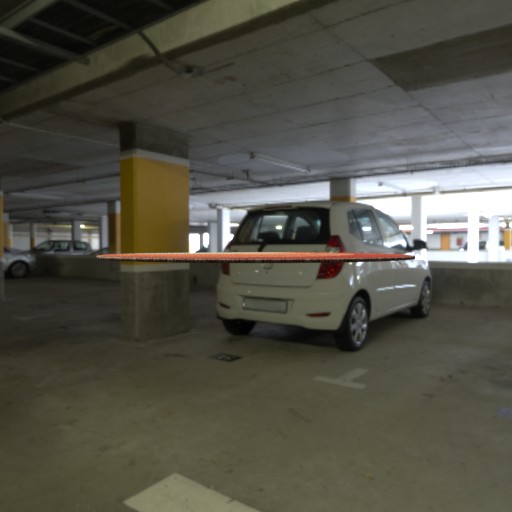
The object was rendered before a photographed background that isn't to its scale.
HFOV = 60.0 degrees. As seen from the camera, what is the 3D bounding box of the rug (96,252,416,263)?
[{"bbox_3d":[0.000,0.000,2.233,1.514,0.015,1.514,0,1,0],"label":"rug"}]
